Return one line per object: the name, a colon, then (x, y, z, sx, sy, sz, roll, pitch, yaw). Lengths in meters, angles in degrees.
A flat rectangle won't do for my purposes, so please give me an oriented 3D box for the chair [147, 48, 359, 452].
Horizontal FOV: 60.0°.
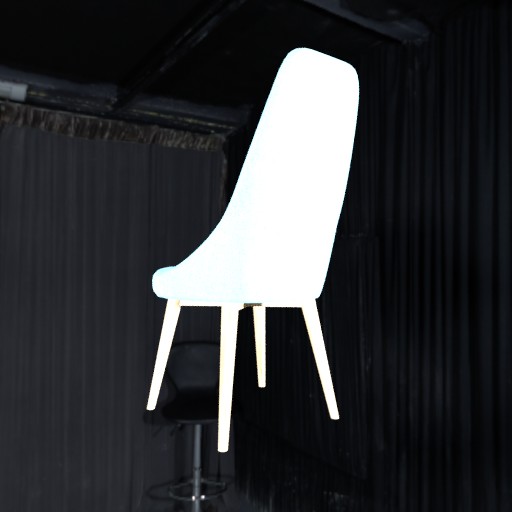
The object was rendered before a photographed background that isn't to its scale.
chair: (0.000, 0.000, 1.409, 0.510, 1.040, 0.660, 1, -1, -36)
